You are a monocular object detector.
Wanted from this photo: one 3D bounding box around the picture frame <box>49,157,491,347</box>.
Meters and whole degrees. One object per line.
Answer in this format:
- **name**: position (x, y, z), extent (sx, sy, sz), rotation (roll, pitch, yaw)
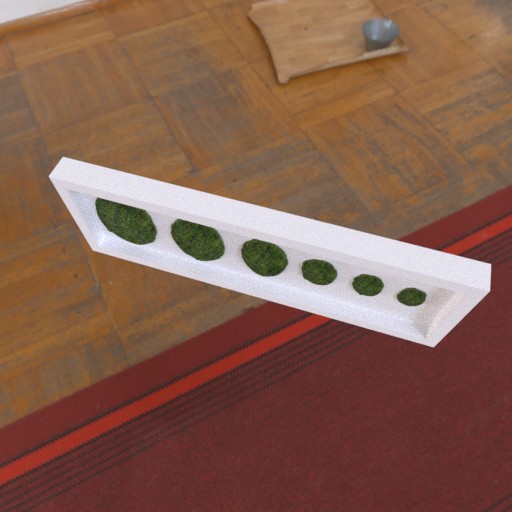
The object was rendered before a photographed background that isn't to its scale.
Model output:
- **picture frame**: position (0.000, 0.000, 0.850), extent (0.759, 0.250, 0.050), rotation (15, 60, 9)
